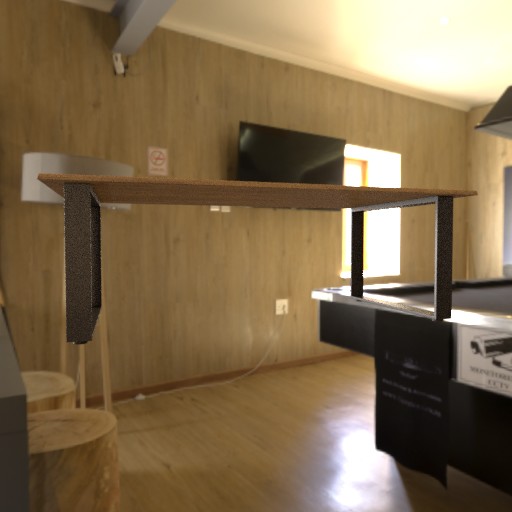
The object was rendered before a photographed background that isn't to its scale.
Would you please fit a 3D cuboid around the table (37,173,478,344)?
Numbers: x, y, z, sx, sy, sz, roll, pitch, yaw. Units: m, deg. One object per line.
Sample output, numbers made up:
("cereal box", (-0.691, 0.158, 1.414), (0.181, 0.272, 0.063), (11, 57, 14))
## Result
("table", (0.000, 0.000, 1.618), (1.331, 0.445, 0.693), (-1, 2, -17))
